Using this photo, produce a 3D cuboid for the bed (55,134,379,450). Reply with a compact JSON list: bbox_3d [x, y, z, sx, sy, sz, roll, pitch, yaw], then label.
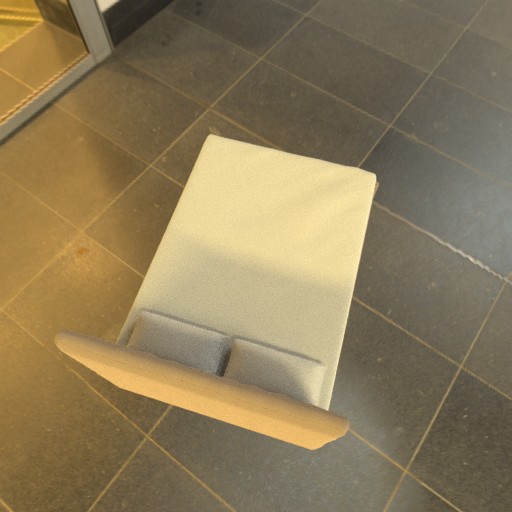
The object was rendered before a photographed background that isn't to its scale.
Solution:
[{"bbox_3d":[0.000,0.000,3.490,1.698,1.427,2.387,15,65,7],"label":"bed"}]
